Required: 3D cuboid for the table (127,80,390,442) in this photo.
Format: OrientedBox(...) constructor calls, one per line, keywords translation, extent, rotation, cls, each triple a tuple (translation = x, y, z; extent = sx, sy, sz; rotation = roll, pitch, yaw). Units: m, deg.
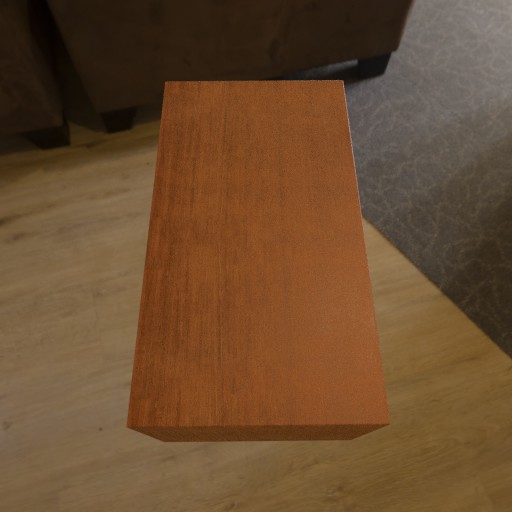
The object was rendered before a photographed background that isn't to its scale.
OrientedBox(translation=(0.000, 0.000, 1.331), extent=(0.549, 0.419, 1.000), rotation=(-1, 63, 0), cls="table")
